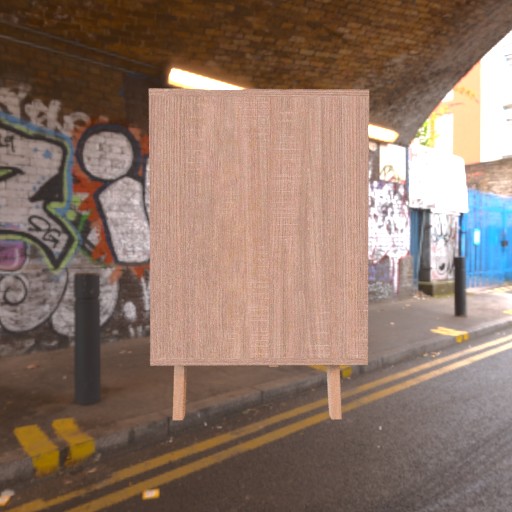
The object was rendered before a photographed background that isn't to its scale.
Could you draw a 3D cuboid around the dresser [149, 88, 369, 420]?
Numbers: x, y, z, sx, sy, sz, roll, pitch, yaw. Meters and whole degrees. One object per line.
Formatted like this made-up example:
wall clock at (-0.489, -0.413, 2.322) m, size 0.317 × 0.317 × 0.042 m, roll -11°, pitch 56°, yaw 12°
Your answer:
dresser at (0.000, 0.000, 1.567) m, size 0.500 × 0.780 × 1.110 m, roll 0°, pitch 1°, yaw -1°
